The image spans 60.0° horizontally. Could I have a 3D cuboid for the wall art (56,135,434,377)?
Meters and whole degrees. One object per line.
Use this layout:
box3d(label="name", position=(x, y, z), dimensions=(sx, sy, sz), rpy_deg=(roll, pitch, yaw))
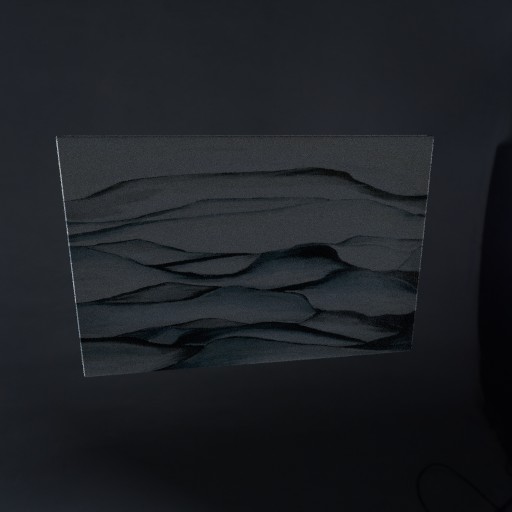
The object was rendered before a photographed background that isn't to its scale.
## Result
box3d(label="wall art", position=(0.000, 0.000, 1.162), dimensions=(0.914, 0.609, 0.039), rpy_deg=(-2, 16, -9))
